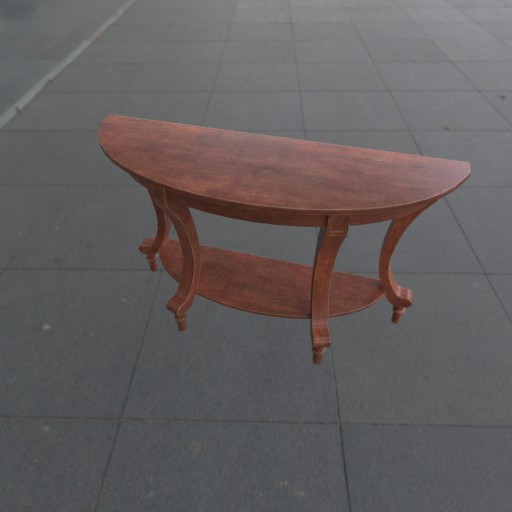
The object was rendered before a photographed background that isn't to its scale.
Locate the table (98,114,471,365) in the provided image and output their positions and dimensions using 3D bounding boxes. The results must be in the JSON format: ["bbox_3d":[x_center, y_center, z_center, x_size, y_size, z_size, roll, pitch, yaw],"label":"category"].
[{"bbox_3d":[0.000,0.000,1.520,1.198,0.699,0.394,11,42,13],"label":"table"}]
